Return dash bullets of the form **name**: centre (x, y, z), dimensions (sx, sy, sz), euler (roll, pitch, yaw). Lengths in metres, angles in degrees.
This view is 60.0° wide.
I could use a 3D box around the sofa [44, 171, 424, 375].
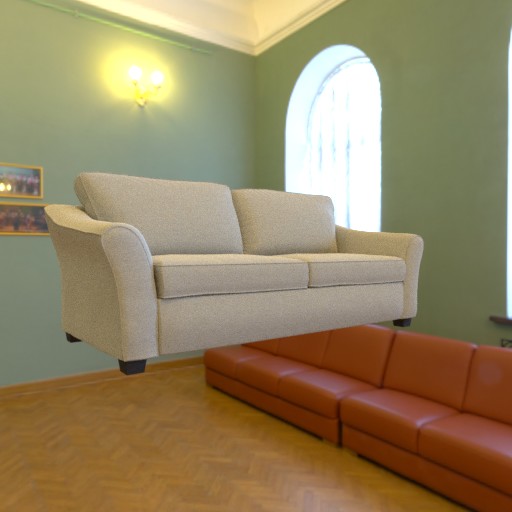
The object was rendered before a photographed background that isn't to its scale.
- **sofa**: centre (0.000, 0.000, 2.765), dimensions (2.270, 0.965, 0.980), euler (-1, 1, -37)
